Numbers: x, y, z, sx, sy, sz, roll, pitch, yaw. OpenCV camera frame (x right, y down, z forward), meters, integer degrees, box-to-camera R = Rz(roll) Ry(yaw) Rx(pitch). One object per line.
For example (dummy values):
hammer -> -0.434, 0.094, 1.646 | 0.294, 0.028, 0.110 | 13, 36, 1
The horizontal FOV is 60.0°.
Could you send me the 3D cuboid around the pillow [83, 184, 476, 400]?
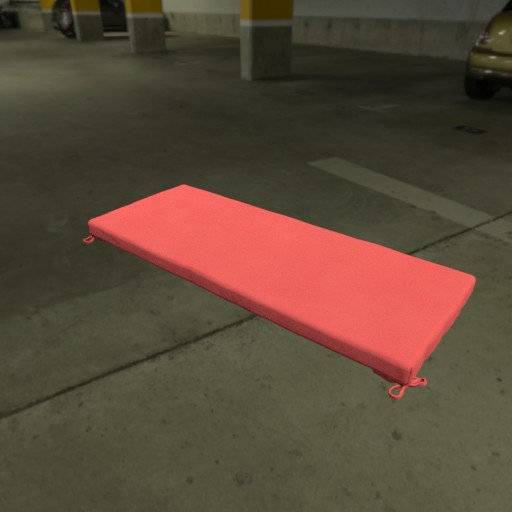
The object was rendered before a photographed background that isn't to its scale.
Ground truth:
pillow -> 0.000, 0.000, 1.355 | 1.187, 0.081, 0.492 | 21, 36, 33
